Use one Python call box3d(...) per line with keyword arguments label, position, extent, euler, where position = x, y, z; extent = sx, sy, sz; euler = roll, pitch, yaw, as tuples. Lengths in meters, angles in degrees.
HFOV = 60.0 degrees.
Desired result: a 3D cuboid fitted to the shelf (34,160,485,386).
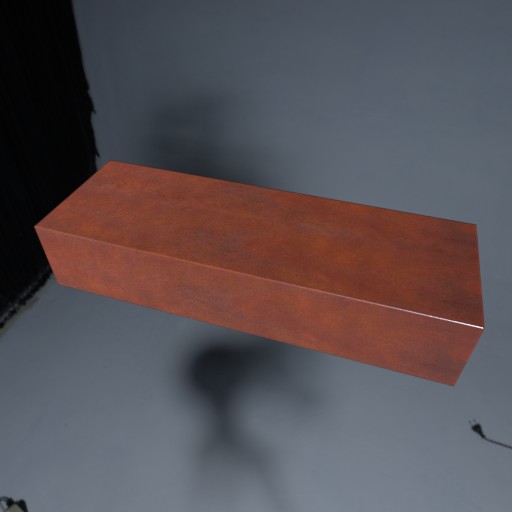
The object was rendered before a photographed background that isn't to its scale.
box3d(label="shelf", position=(0.000, 0.000, 0.512), extent=(0.457, 0.088, 0.152), euler=(12, 43, 13))
